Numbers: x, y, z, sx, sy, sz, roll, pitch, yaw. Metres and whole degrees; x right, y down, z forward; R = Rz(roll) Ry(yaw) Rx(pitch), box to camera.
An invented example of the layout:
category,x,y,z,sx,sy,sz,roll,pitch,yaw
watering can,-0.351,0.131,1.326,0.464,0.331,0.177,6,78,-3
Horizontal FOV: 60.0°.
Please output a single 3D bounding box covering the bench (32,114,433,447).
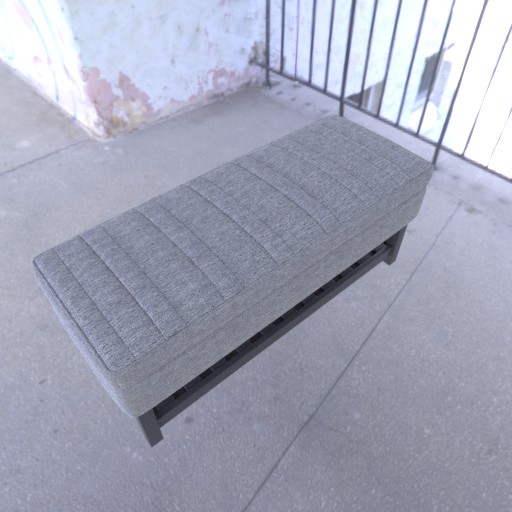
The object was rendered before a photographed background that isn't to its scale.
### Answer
category,x,y,z,sx,sy,sz,roll,pitch,yaw
bench,0.000,0.000,1.333,1.100,0.470,0.429,-32,54,-27
